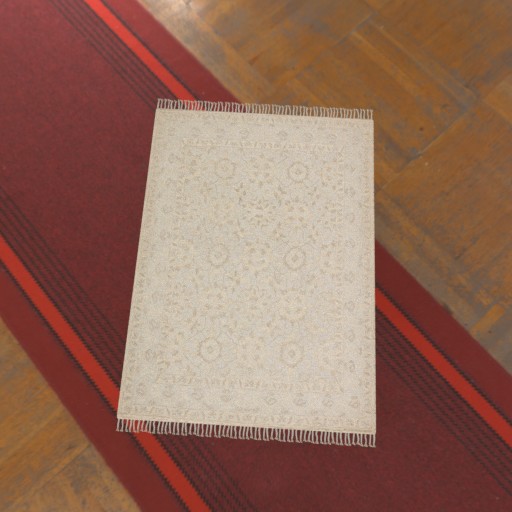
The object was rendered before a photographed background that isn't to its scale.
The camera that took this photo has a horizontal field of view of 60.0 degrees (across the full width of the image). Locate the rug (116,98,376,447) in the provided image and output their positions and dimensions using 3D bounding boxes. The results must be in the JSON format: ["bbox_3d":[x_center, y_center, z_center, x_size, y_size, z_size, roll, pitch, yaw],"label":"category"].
[{"bbox_3d":[0.000,0.000,2.292,1.223,0.015,1.771,3,76,1],"label":"rug"}]
